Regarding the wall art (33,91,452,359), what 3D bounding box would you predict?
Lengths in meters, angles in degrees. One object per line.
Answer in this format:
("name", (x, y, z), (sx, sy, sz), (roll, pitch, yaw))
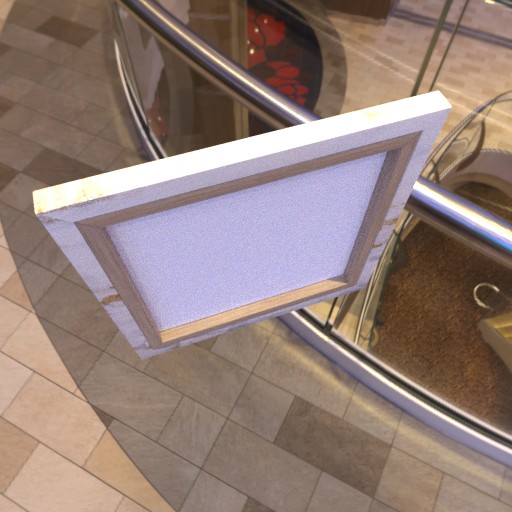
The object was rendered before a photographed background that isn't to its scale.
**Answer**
("wall art", (0.000, 0.000, 0.889), (0.611, 0.613, 0.040), (-16, 61, -9))
